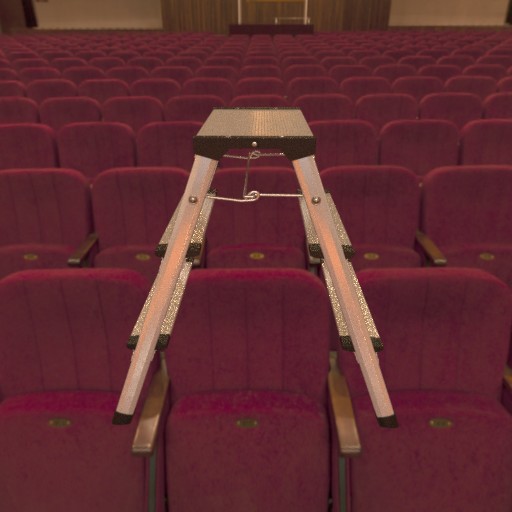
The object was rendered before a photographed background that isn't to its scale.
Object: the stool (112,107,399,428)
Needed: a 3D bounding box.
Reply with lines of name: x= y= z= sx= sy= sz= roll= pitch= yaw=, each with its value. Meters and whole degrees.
stool: x=0.000 y=0.000 z=1.015 sx=0.622 sy=0.605 sz=0.437 roll=0 pitch=27 yaw=1
